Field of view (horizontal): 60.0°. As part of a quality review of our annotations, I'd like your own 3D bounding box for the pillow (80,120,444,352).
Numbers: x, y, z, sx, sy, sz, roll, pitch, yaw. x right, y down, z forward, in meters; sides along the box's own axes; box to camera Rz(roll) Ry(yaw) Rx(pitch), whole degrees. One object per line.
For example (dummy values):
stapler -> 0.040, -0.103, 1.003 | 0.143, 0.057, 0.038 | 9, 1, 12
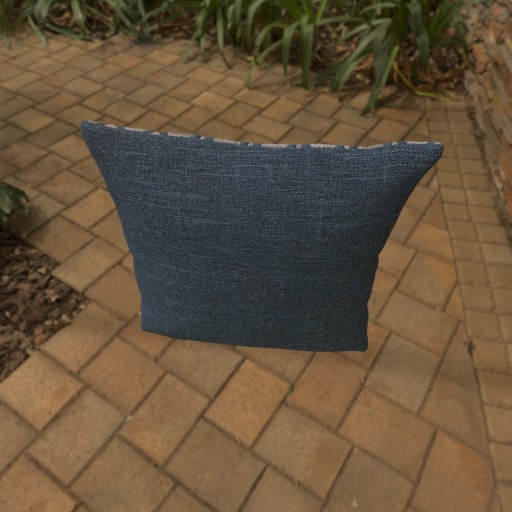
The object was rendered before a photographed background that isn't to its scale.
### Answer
pillow -> 0.000, 0.000, 0.679 | 0.435, 0.435, 0.159 | 3, 46, 3
